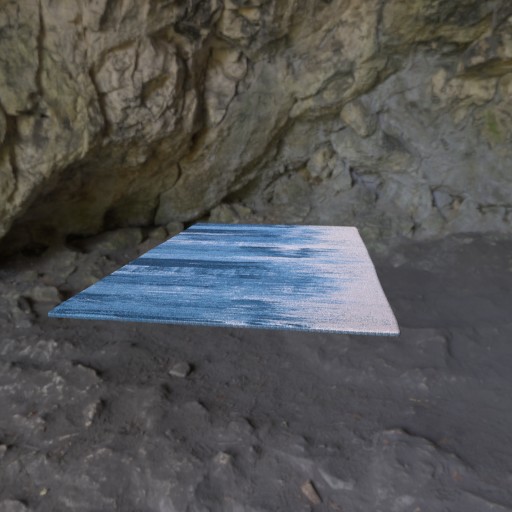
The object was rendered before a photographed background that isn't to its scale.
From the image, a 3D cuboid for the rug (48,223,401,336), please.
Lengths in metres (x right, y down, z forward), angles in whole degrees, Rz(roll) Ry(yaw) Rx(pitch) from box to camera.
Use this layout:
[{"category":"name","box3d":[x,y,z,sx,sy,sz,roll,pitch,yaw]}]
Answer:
[{"category":"rug","box3d":[0.000,0.000,3.022,1.540,0.027,2.450,2,14,8]}]
